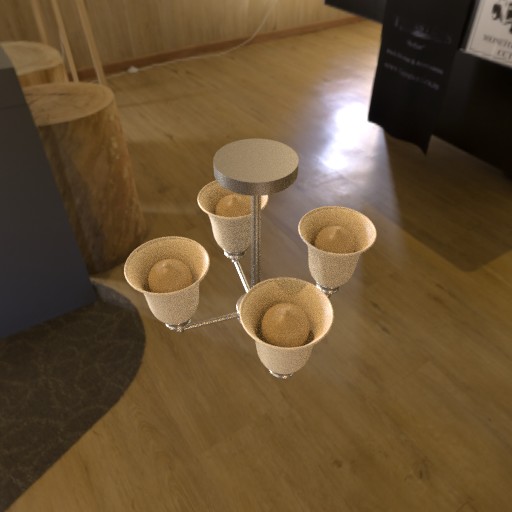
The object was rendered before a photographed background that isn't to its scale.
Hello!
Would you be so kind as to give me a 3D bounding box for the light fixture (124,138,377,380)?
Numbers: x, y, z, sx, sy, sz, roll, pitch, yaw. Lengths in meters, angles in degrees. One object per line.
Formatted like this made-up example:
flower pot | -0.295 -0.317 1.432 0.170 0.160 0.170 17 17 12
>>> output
light fixture | 0.000 0.000 0.749 0.427 0.370 0.427 -12 44 -13
